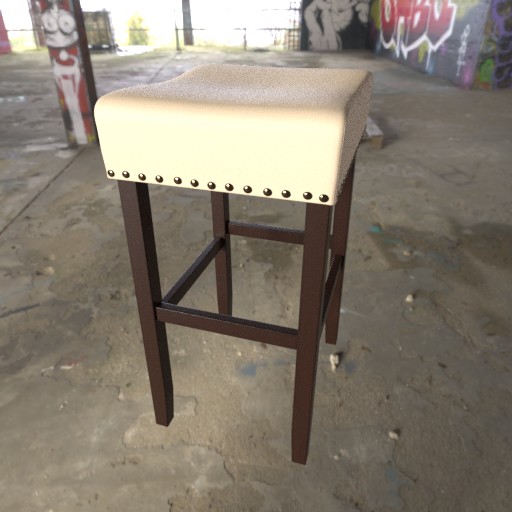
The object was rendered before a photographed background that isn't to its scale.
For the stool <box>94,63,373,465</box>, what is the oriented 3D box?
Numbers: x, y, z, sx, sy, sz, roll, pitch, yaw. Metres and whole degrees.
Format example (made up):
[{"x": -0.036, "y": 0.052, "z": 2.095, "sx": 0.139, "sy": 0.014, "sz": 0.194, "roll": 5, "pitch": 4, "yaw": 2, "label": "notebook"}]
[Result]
[{"x": 0.000, "y": 0.000, "z": 1.016, "sx": 0.401, "sy": 0.762, "sz": 0.471, "roll": 9, "pitch": 31, "yaw": 15, "label": "stool"}]
